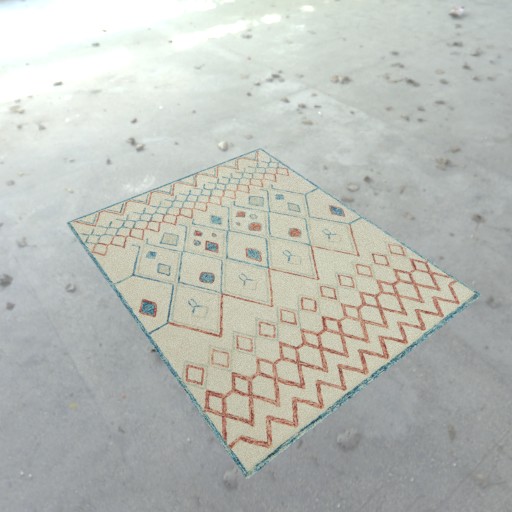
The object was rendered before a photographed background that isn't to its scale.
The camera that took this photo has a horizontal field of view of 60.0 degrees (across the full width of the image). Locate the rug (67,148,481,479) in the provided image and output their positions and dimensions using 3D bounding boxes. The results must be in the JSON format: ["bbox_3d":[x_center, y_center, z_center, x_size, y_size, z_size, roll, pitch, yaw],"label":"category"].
[{"bbox_3d":[0.000,0.000,4.067,2.441,0.016,3.050,-27,50,-26],"label":"rug"}]
